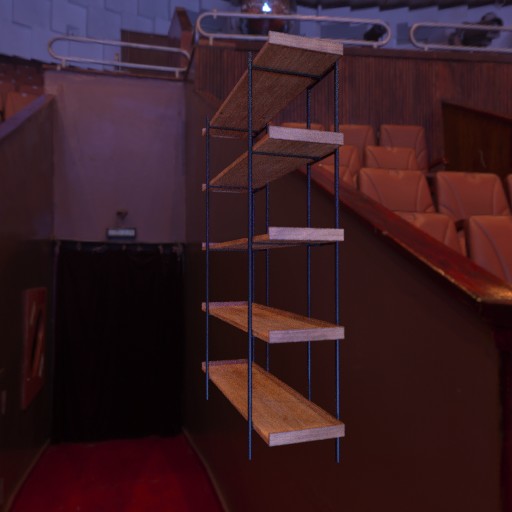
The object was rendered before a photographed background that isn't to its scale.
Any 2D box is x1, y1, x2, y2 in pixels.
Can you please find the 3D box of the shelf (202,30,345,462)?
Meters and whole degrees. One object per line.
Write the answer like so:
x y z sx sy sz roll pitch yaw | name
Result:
0.000 0.000 2.484 0.379 1.826 1.371 0 -1 -18 | shelf
